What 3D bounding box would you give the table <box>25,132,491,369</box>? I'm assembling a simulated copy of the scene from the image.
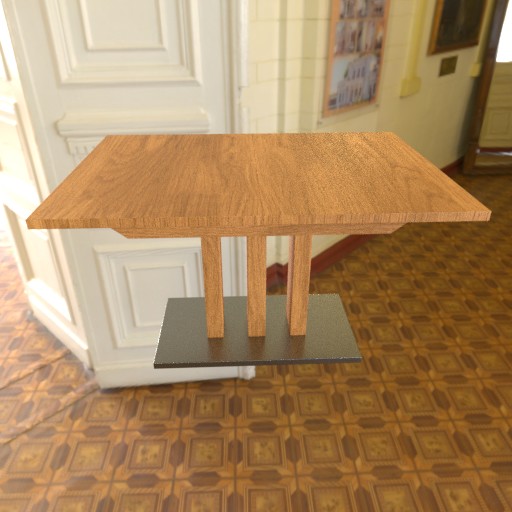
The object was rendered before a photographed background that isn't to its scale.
[{"bbox_3d":[0.000,0.000,1.814,1.300,0.770,0.900,-1,30,-2],"label":"table"}]
